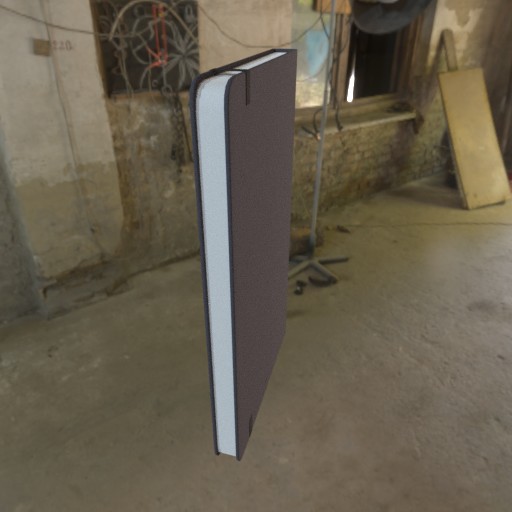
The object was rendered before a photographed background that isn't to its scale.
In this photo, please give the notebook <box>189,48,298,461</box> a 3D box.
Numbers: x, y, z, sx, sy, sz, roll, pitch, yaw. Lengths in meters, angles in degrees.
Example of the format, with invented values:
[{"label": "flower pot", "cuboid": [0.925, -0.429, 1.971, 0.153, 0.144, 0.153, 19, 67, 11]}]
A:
[{"label": "notebook", "cuboid": [0.000, 0.000, 0.261, 0.016, 0.213, 0.127, 8, 30, 14]}]
